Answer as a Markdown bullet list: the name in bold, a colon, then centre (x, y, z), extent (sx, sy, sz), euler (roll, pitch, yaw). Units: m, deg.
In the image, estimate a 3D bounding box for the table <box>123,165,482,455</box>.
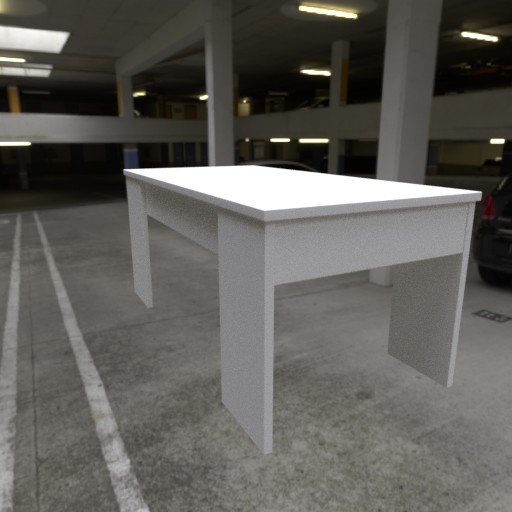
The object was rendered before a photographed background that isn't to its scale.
- **table**: centre (0.000, 0.000, 1.260), extent (0.500, 0.440, 1.000), euler (-8, 17, -27)
